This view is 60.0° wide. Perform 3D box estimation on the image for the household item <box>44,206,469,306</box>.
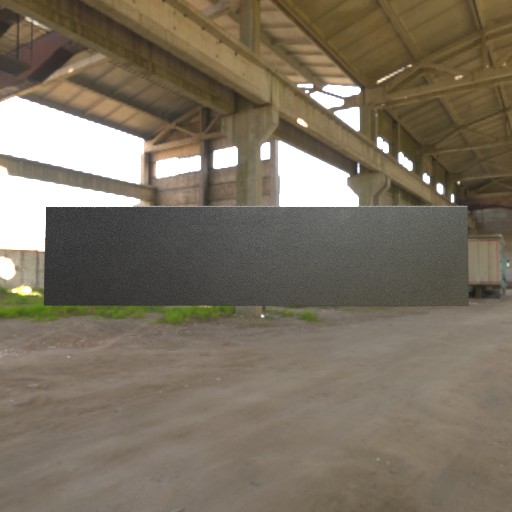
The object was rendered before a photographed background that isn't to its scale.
[{"bbox_3d":[0.000,0.000,1.063,1.001,0.236,0.030,0,-2,0],"label":"household item"}]
